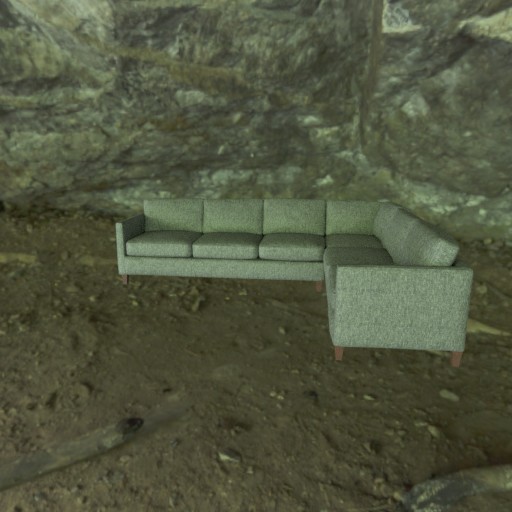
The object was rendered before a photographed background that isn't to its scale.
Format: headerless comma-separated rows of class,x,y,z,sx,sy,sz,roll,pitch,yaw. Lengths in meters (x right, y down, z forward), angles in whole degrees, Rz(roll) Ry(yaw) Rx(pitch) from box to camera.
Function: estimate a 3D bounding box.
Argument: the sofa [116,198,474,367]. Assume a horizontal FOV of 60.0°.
sofa,0.000,0.000,4.443,3.302,0.947,2.593,2,14,7
